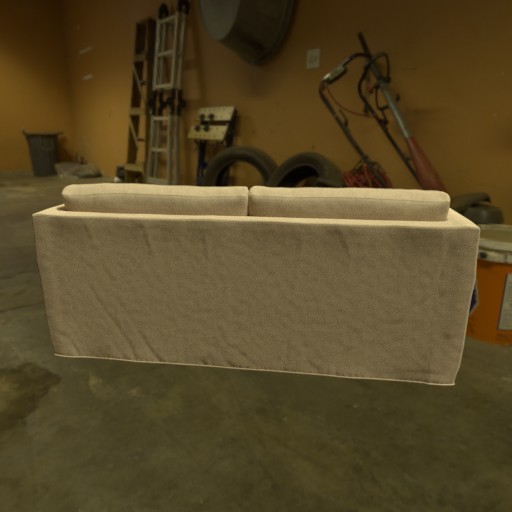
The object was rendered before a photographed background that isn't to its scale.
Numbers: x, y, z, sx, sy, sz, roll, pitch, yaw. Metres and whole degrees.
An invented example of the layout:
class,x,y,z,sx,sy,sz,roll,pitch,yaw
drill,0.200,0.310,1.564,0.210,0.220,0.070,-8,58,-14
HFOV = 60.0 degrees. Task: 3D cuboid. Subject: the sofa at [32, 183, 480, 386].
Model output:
class,x,y,z,sx,sy,sz,roll,pitch,yaw
sofa,0.000,0.000,2.389,1.959,0.835,0.962,2,17,8
